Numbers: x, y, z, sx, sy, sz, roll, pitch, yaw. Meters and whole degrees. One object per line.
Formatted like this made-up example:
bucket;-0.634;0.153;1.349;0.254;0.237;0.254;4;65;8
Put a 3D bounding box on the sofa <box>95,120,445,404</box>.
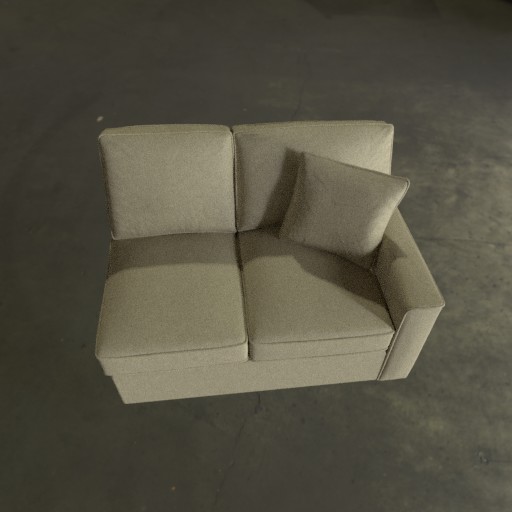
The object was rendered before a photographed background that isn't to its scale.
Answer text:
sofa;0.000;0.000;2.092;1.388;0.989;0.991;-4;47;-4
